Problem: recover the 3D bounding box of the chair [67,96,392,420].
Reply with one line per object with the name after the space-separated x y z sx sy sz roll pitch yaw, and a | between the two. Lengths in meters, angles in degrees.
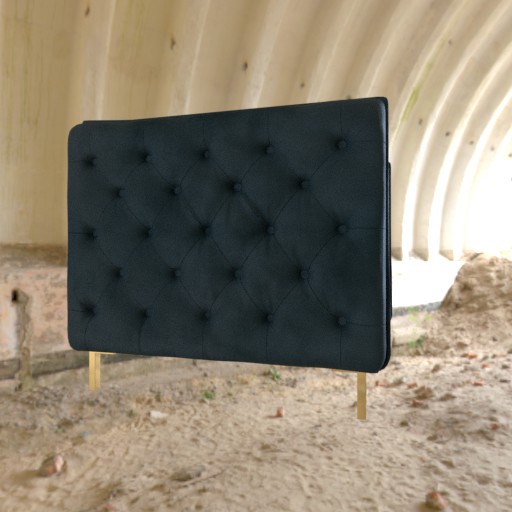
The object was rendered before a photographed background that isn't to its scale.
0.000 0.000 1.497 0.877 0.771 0.868 0 0 17 | chair
